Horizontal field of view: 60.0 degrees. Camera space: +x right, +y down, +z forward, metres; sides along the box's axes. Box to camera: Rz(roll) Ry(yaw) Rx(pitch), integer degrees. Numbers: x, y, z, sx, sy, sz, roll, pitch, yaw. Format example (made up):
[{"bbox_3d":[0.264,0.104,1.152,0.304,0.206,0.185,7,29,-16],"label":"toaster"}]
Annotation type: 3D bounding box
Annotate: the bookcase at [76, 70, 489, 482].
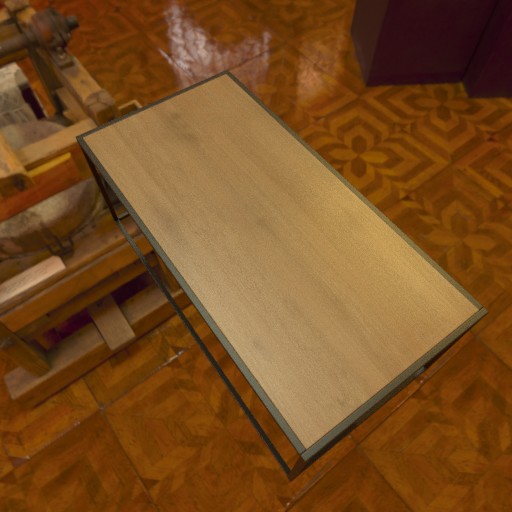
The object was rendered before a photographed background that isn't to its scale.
[{"bbox_3d":[0.000,0.000,1.244,0.500,0.400,1.000,-31,63,-18],"label":"bookcase"}]
